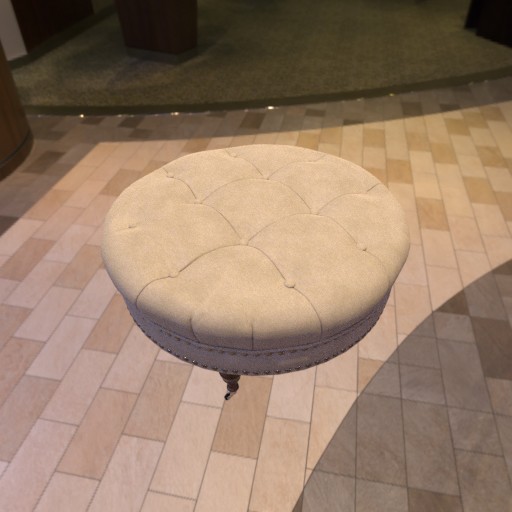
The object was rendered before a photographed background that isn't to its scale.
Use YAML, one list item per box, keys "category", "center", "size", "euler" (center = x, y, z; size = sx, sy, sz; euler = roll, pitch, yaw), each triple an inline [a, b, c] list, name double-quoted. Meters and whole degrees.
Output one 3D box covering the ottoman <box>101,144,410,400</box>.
- category: "ottoman"
  center: [0.000, 0.000, 1.422]
  size: [0.901, 0.439, 0.901]
  euler: [0, 40, 0]
